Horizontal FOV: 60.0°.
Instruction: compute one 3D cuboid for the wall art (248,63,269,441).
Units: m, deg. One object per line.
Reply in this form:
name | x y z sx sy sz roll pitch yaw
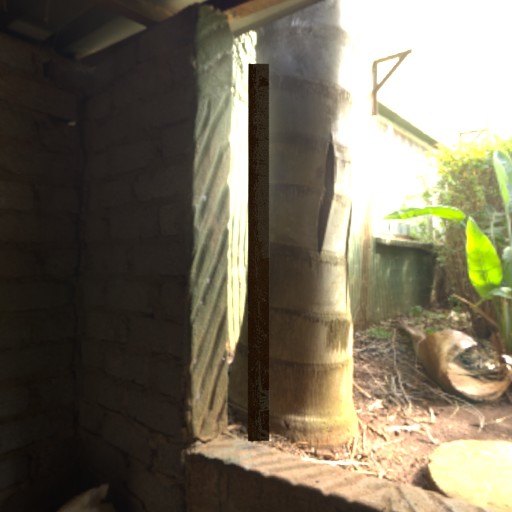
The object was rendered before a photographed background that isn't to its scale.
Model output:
wall art | 0.000 0.000 1.170 0.035 0.609 0.914 0 -1 -1
